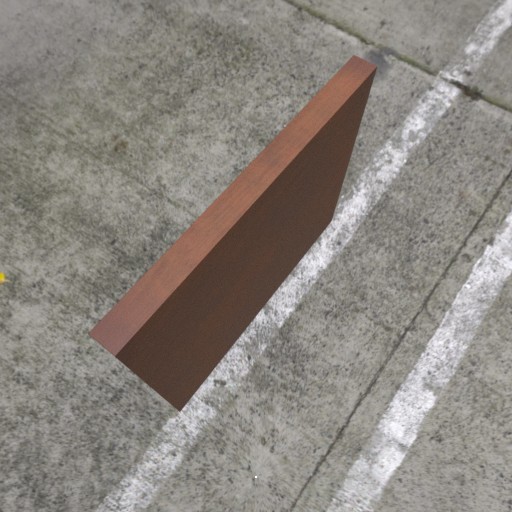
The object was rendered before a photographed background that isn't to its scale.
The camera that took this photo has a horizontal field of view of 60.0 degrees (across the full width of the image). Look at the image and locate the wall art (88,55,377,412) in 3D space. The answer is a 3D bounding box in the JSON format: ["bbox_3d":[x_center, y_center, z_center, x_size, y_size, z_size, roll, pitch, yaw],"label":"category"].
[{"bbox_3d":[0.000,0.000,0.565,0.030,0.328,0.401,34,68,16],"label":"wall art"}]
